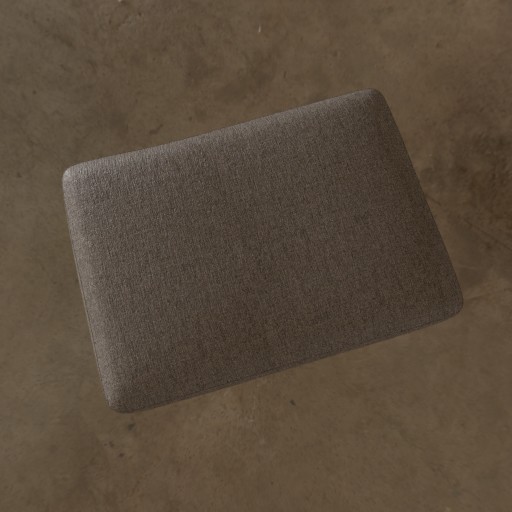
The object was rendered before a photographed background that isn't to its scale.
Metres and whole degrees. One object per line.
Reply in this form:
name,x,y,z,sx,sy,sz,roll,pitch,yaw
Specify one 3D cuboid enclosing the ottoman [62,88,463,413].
ottoman,0.000,0.000,1.255,0.885,0.478,0.637,-16,78,-3
